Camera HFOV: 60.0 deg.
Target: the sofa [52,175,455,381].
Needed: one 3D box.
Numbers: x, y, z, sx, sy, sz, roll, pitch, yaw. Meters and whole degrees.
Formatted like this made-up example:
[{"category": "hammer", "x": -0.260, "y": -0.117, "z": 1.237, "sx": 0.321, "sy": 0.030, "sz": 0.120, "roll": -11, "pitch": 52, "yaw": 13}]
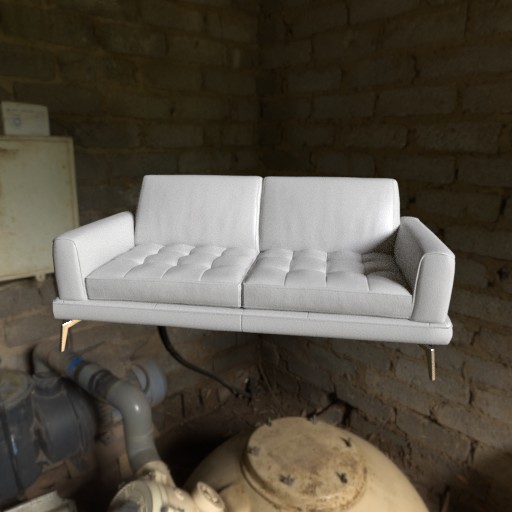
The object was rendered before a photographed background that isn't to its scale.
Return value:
[{"category": "sofa", "x": 0.000, "y": 0.000, "z": 2.775, "sx": 2.177, "sy": 0.930, "sz": 1.121, "roll": 2, "pitch": 15, "yaw": 9}]
